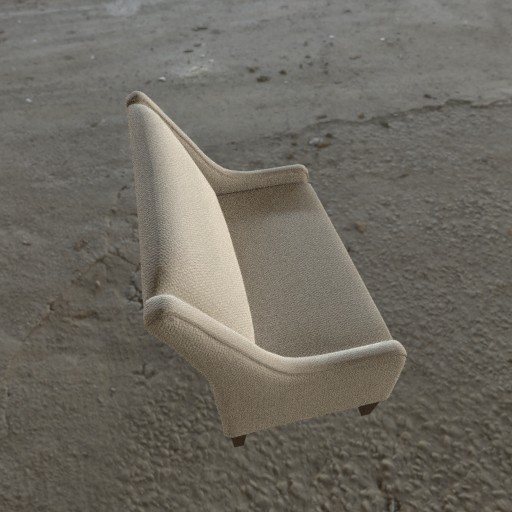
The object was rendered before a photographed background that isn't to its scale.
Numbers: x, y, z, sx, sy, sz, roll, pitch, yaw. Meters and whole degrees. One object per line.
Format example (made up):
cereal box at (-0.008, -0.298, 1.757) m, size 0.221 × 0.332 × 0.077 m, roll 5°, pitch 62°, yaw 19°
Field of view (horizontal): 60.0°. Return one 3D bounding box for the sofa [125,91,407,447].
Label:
sofa at (0.000, 0.000, 1.915) m, size 0.870 × 1.022 × 1.242 m, roll -10°, pitch 48°, yaw -9°
